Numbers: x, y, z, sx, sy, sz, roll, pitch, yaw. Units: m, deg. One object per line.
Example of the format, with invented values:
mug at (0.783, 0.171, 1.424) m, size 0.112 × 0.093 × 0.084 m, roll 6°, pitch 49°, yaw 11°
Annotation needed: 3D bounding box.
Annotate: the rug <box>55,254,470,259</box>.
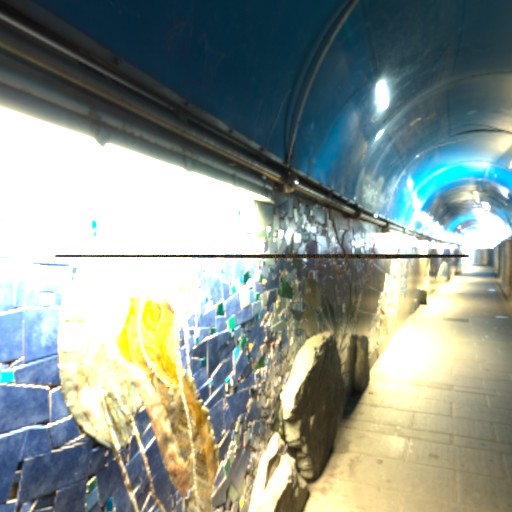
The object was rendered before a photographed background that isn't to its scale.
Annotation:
rug at (0.000, 0.000, 2.219) m, size 1.761 × 0.014 × 1.143 m, roll 0°, pitch 0°, yaw 36°
